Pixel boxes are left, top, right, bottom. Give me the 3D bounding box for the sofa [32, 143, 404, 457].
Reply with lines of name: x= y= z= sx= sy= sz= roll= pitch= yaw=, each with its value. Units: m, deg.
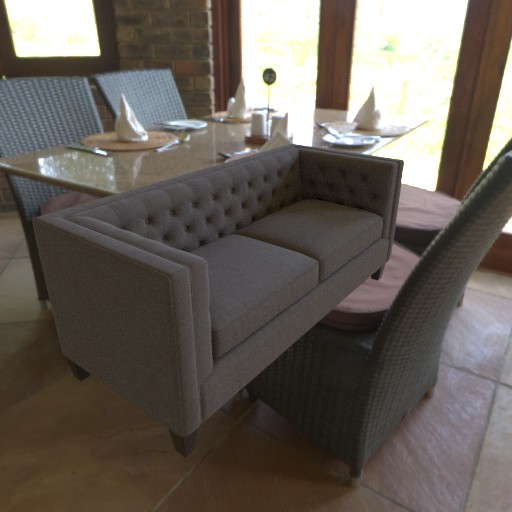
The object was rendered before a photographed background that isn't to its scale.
sofa: x=0.000 y=0.000 z=2.240 sx=0.775 sy=0.762 sz=1.778 roll=18 pitch=31 yaw=33
